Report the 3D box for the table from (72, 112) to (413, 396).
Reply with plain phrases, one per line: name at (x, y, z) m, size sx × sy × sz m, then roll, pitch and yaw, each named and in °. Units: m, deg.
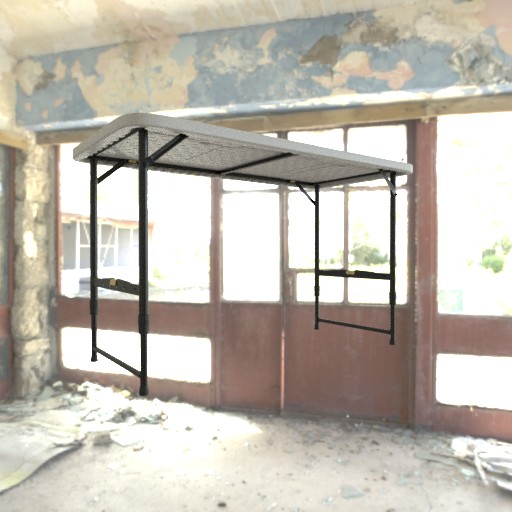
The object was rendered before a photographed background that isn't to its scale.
table at (0.000, 0.000, 1.691) m, size 1.219 × 0.737 × 0.610 m, roll 0°, pitch 1°, yaw -36°
